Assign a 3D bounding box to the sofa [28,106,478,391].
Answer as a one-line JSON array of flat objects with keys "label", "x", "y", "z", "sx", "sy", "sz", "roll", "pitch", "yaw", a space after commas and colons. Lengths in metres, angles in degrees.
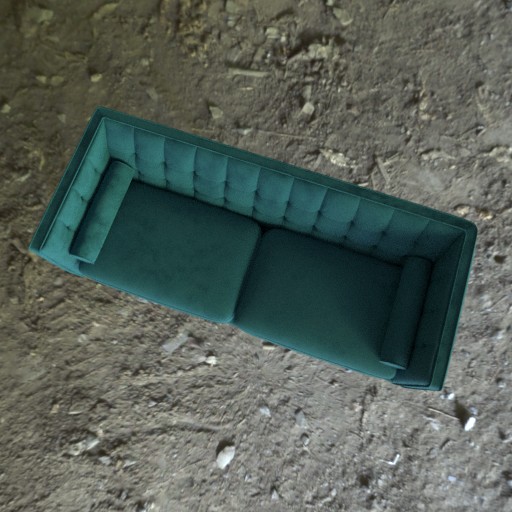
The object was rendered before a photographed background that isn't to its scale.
[{"label": "sofa", "x": 0.000, "y": 0.000, "z": 2.526, "sx": 2.087, "sy": 0.789, "sz": 0.867, "roll": 18, "pitch": 76, "yaw": 5}]
